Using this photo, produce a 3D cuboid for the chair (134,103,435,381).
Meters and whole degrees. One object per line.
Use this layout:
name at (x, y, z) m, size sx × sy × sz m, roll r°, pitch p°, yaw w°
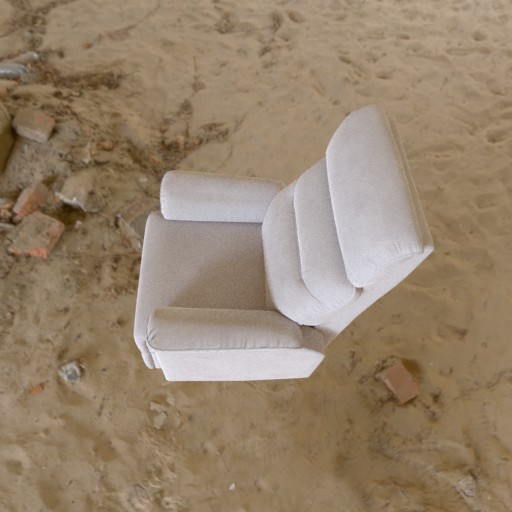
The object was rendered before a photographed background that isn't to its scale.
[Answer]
chair at (0.000, 0.000, 1.770) m, size 1.001 × 1.039 × 0.820 m, roll -2°, pitch 57°, yaw -1°
